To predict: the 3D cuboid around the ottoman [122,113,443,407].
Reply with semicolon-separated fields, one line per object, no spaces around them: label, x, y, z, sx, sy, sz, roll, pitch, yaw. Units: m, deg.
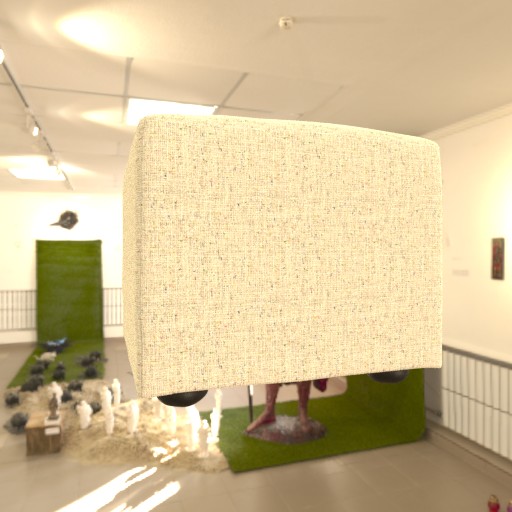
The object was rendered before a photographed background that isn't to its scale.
ottoman;0.000;0.000;0.911;0.512;0.453;0.521;0;1;-19
